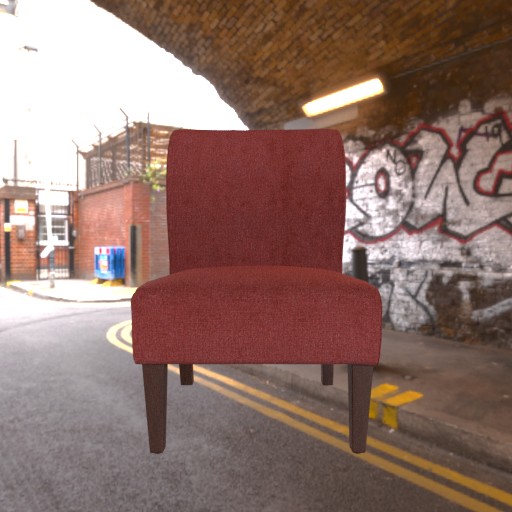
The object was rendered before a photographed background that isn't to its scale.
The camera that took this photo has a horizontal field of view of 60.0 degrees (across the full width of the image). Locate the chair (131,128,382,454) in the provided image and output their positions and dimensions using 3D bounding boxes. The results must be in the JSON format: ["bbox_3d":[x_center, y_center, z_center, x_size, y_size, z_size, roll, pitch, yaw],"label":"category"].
[{"bbox_3d":[0.000,0.000,1.228,0.538,0.846,0.640,0,1,0],"label":"chair"}]
